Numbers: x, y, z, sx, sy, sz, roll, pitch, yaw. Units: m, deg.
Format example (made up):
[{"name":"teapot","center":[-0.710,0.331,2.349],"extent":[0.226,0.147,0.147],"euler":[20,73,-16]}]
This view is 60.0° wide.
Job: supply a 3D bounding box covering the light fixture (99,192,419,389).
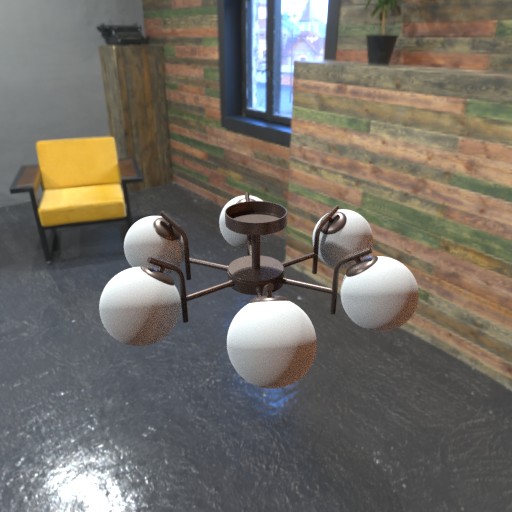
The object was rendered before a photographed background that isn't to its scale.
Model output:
[{"name":"light fixture","center":[0.000,0.000,0.935],"extent":[0.662,0.201,0.662],"euler":[0,26,0]}]
